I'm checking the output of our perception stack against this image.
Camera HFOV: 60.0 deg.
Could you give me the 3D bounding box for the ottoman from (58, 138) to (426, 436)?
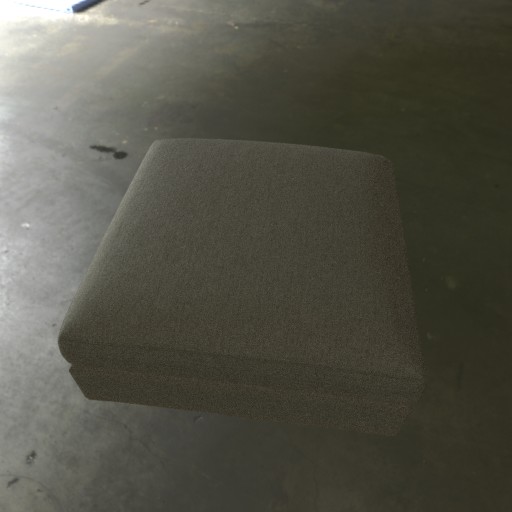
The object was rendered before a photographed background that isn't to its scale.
[{"bbox_3d":[0.000,0.000,1.607,1.041,0.470,1.041,5,48,5],"label":"ottoman"}]
